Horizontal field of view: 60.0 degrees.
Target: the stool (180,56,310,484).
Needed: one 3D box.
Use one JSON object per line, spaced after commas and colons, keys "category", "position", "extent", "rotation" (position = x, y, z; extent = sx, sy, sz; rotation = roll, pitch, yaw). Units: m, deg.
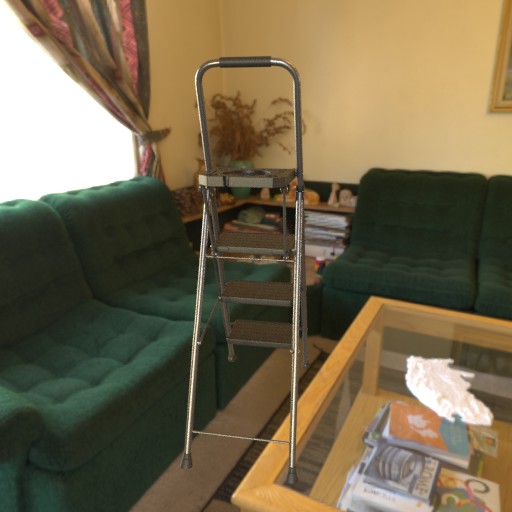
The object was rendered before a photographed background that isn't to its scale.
{"category": "stool", "position": [0.000, 0.000, 1.594], "extent": [0.396, 1.277, 0.733], "rotation": [3, 18, 9]}
